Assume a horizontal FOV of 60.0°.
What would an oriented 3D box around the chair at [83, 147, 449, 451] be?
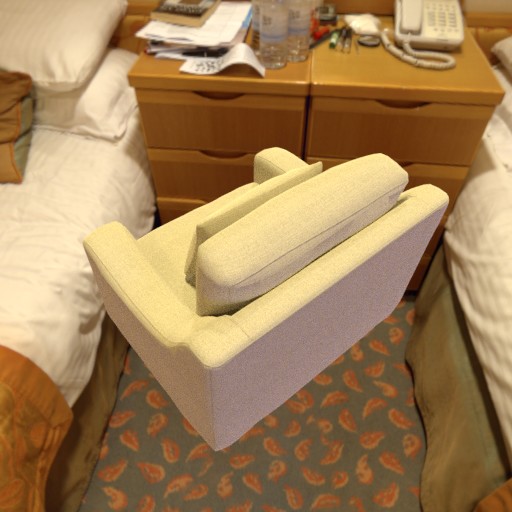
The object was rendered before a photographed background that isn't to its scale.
[{"bbox_3d":[0.000,0.000,1.959,1.178,1.016,1.009,-31,53,-27],"label":"chair"}]
